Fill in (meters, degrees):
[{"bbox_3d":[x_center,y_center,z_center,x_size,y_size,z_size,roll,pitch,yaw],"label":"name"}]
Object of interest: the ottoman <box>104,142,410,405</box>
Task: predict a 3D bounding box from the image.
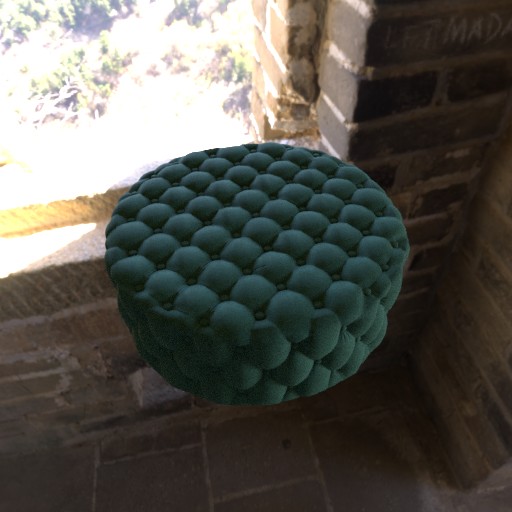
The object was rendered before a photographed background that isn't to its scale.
[{"bbox_3d":[0.000,0.000,1.572,0.998,0.399,0.998,0,44,0],"label":"ottoman"}]
